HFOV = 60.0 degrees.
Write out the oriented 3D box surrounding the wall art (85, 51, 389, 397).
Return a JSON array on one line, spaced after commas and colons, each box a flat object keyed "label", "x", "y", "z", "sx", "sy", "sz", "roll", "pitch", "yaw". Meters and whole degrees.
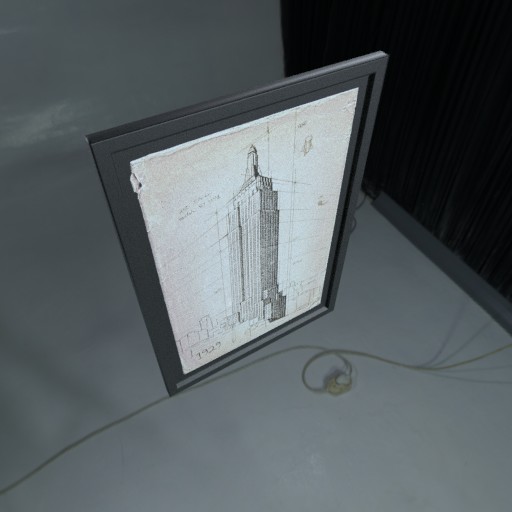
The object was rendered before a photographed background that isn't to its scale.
[{"label": "wall art", "x": 0.000, "y": 0.000, "z": 0.551, "sx": 0.303, "sy": 0.431, "sz": 0.013, "roll": -24, "pitch": 52, "yaw": -21}]
